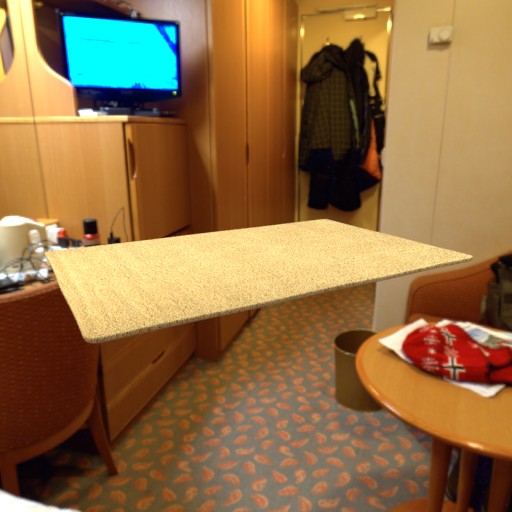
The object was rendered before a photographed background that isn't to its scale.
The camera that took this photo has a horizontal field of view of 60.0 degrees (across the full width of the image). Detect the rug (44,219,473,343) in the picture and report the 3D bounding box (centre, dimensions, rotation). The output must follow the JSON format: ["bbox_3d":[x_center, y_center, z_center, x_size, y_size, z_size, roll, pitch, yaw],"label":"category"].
[{"bbox_3d":[0.000,0.000,2.856,2.349,0.025,1.500,-9,18,-29],"label":"rug"}]
